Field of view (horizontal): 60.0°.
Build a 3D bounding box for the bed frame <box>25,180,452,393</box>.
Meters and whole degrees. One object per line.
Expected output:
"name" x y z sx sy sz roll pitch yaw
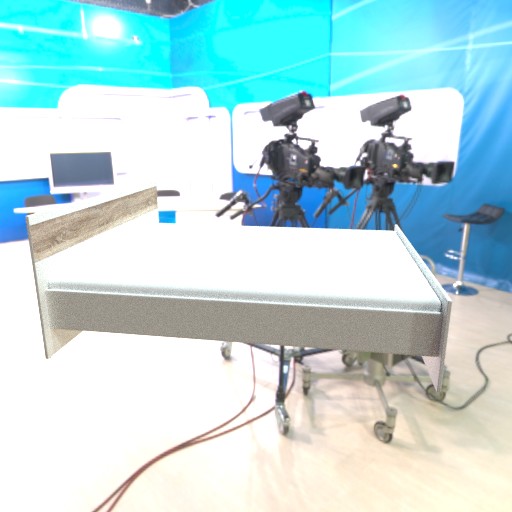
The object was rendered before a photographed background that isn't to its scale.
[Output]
"bed frame" 0.000 0.000 2.981 2.060 0.800 1.720 2 16 9
